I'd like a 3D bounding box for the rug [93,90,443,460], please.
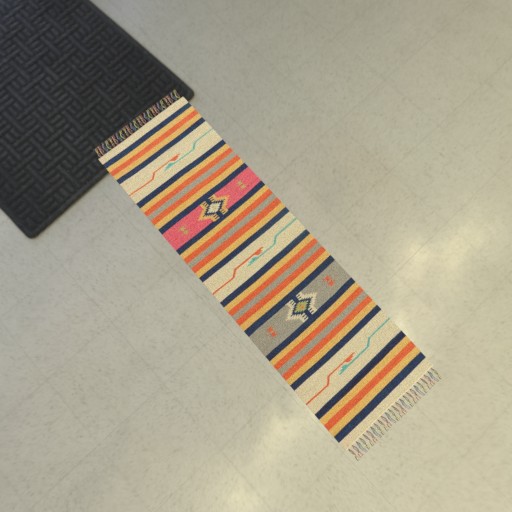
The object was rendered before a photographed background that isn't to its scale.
[{"bbox_3d":[0.000,0.000,2.680,0.695,0.017,2.455,-40,79,-9],"label":"rug"}]
